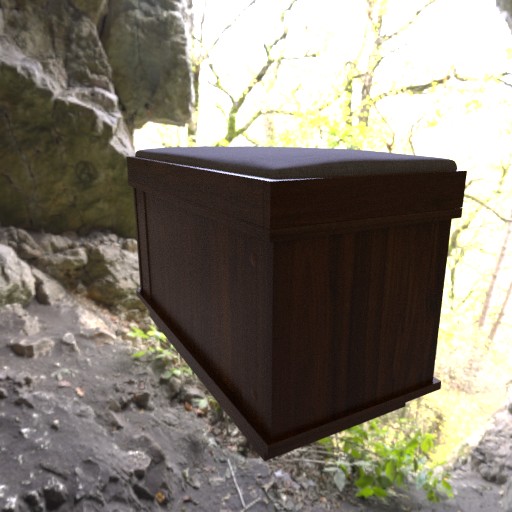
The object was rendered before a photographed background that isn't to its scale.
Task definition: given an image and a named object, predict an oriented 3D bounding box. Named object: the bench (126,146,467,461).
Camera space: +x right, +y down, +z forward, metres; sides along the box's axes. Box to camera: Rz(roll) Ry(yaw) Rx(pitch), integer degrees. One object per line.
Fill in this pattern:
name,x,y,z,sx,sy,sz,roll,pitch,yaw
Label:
bench,0.000,0.000,0.966,0.362,0.461,0.734,-8,17,-27
